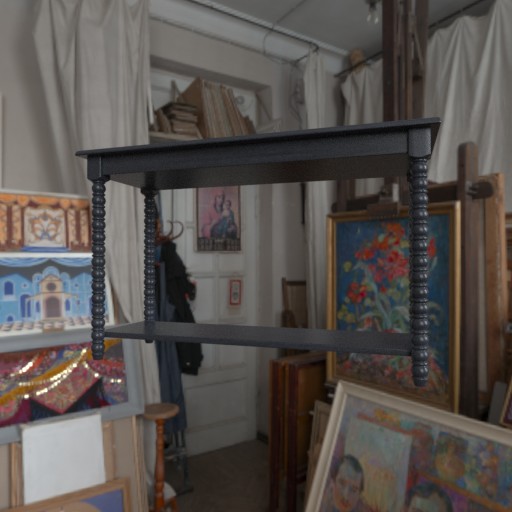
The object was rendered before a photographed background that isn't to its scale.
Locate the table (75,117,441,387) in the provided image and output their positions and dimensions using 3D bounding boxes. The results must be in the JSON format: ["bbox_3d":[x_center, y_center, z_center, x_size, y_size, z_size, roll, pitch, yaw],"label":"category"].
[{"bbox_3d":[0.000,0.000,1.570,1.184,0.735,0.459,0,-1,18],"label":"table"}]
